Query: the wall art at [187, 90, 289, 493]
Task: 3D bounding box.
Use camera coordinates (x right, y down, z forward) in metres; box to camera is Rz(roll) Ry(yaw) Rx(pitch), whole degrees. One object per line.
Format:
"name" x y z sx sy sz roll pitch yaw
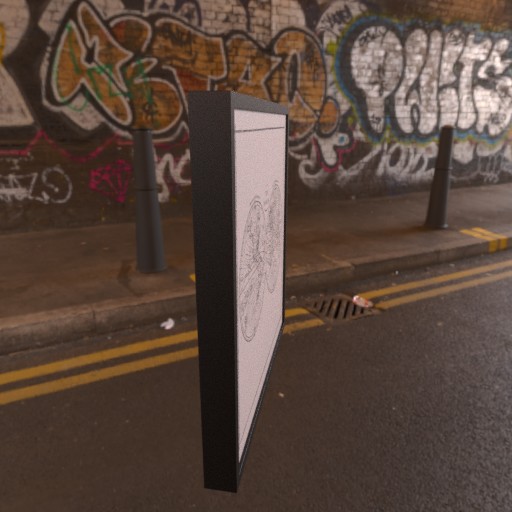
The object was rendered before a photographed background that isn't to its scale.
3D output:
"wall art" 0.000 0.000 0.483 0.029 0.318 0.327 3 17 10
